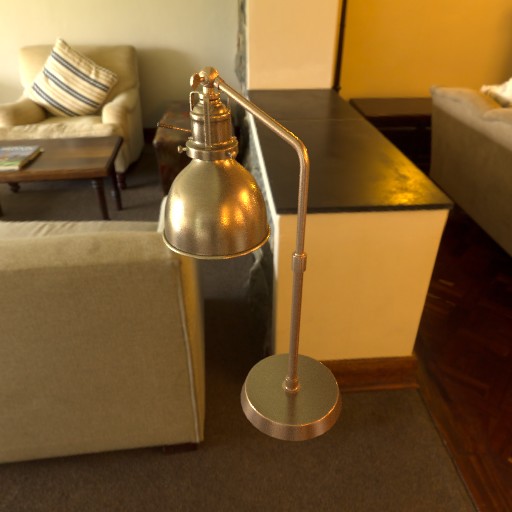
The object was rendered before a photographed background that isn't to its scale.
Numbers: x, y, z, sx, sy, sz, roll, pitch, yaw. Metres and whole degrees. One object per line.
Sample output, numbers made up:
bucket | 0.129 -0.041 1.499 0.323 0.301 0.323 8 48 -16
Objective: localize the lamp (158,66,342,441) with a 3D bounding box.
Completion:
lamp | 0.000 0.000 0.589 0.286 0.456 0.153 21 38 30
